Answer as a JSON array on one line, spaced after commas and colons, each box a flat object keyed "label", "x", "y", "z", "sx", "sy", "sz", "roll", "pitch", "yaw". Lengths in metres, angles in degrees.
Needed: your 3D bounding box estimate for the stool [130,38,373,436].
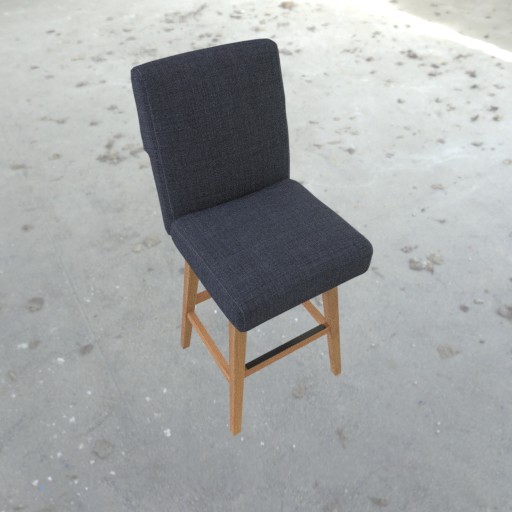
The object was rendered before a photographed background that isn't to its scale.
[{"label": "stool", "x": 0.000, "y": 0.000, "z": 1.403, "sx": 0.483, "sy": 1.112, "sz": 0.570, "roll": -23, "pitch": 49, "yaw": -22}]
